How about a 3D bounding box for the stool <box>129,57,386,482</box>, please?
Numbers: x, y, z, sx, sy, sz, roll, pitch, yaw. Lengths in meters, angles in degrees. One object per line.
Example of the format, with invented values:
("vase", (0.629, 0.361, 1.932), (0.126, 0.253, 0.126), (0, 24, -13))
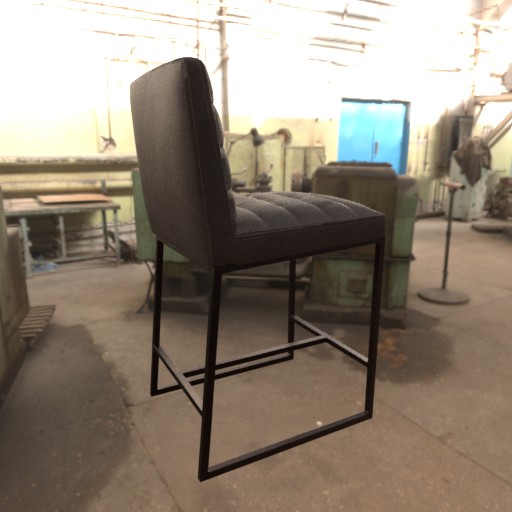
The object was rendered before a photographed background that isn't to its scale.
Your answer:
("stool", (0.000, 0.000, 1.245), (0.562, 0.946, 0.463), (-7, 16, -28))
